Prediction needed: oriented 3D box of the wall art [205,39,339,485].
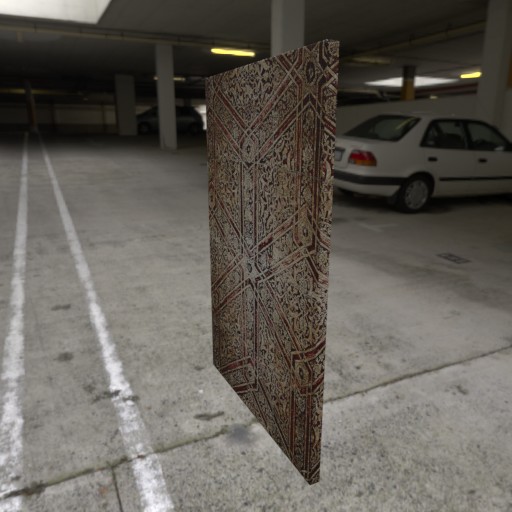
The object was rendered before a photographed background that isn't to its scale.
[{"bbox_3d":[0.000,0.000,1.129,0.030,0.904,0.599,-7,17,-25],"label":"wall art"}]
